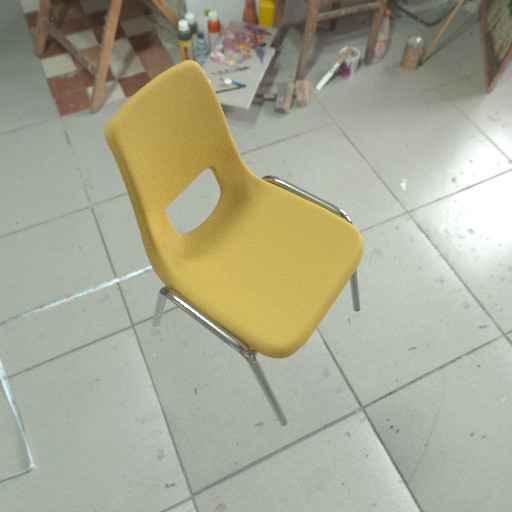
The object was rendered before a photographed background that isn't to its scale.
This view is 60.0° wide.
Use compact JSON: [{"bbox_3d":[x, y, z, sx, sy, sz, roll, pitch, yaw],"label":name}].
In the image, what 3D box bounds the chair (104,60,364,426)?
[{"bbox_3d":[0.000,0.000,0.917,0.436,0.653,0.381,31,64,17],"label":"chair"}]
